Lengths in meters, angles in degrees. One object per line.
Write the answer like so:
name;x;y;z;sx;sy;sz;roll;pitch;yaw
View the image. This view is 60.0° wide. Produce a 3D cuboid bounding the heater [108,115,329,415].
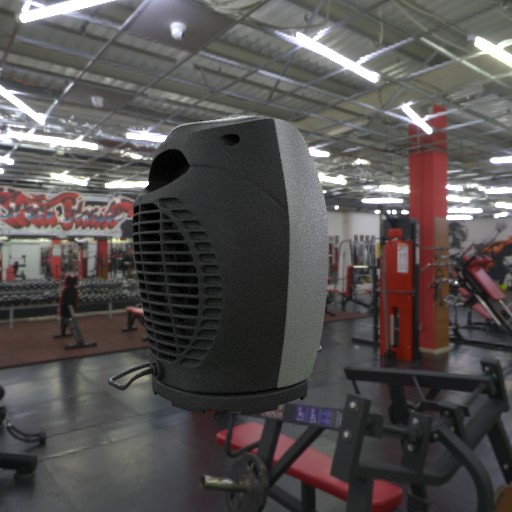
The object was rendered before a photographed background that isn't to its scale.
heater;0.000;0.000;0.480;0.291;0.255;0.239;0;0;-35
